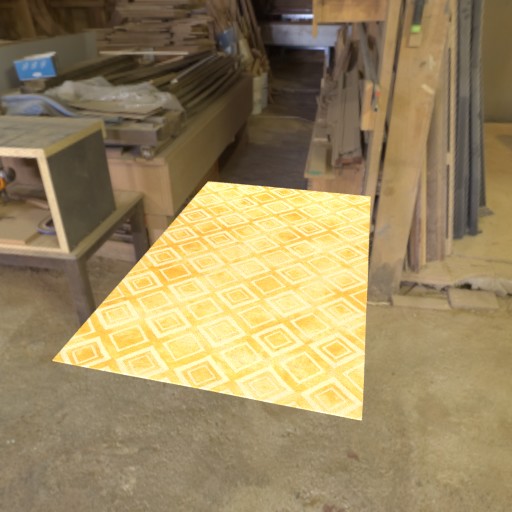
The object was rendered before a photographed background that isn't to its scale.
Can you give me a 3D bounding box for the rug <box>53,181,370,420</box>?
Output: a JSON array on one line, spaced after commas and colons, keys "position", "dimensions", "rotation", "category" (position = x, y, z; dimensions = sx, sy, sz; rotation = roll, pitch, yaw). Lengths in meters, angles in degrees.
[{"position": [0.000, 0.000, 3.057], "dimensions": [1.511, 0.010, 2.424], "rotation": [7, 32, 11], "category": "rug"}]
